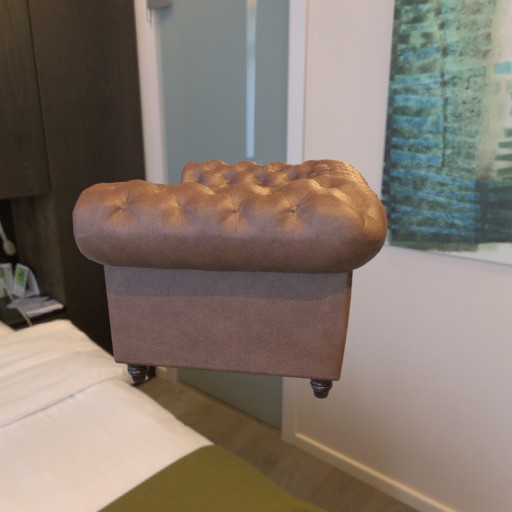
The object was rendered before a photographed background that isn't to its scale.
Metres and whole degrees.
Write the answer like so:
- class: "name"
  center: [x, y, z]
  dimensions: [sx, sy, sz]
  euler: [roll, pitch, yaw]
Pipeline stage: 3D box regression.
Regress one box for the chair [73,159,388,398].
- class: "chair"
  center: [0.000, 0.000, 1.932]
  dimensions: [0.954, 0.784, 1.298]
  euler: [2, 16, 8]
